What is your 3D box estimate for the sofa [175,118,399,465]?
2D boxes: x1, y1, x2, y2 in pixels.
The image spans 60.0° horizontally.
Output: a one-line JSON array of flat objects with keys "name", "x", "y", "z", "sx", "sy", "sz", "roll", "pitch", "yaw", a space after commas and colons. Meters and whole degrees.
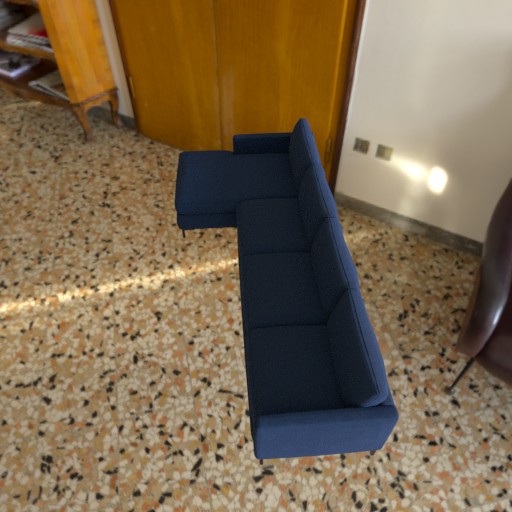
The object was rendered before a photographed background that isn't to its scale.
[{"name": "sofa", "x": 0.000, "y": 0.000, "z": 2.905, "sx": 1.128, "sy": 0.679, "sz": 2.450, "roll": -3, "pitch": 47, "yaw": -3}]
